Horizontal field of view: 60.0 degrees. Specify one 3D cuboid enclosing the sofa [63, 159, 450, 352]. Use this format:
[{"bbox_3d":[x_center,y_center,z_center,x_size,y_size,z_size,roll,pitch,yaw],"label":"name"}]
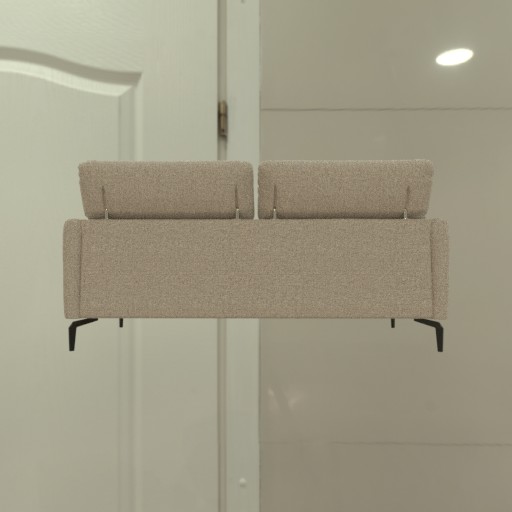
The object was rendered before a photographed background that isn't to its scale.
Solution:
[{"bbox_3d":[0.000,0.000,2.599,2.015,0.956,0.856,0,-1,1],"label":"sofa"}]
